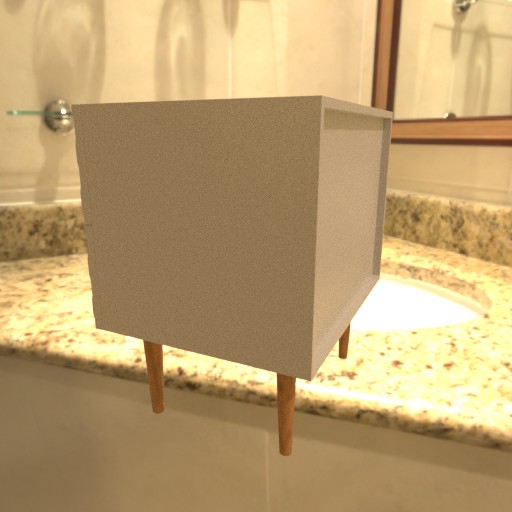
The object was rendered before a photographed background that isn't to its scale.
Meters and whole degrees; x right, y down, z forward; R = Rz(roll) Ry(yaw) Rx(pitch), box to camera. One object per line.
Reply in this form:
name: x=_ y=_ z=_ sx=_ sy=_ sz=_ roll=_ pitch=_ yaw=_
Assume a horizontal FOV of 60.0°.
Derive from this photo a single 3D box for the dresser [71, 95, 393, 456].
dresser: x=0.000 y=0.000 z=0.901 sx=0.414 sy=0.568 sz=0.503 roll=7 pitch=17 yaw=25
